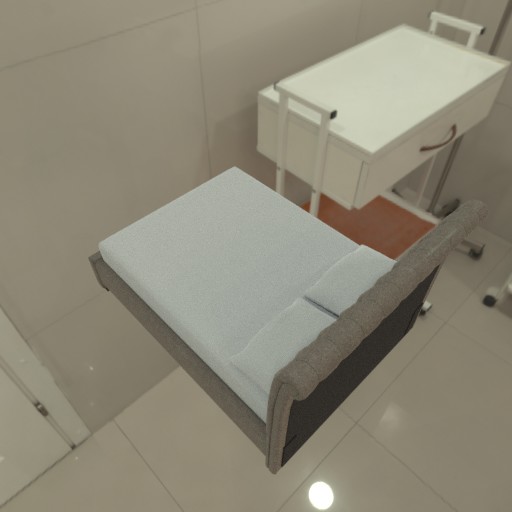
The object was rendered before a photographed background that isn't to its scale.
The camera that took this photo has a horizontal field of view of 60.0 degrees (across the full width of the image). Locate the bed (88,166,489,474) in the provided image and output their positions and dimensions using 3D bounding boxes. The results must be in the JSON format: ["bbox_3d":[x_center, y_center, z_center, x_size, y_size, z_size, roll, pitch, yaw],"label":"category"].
[{"bbox_3d":[0.000,0.000,3.231,1.645,1.371,2.252,-36,57,-28],"label":"bed"}]
